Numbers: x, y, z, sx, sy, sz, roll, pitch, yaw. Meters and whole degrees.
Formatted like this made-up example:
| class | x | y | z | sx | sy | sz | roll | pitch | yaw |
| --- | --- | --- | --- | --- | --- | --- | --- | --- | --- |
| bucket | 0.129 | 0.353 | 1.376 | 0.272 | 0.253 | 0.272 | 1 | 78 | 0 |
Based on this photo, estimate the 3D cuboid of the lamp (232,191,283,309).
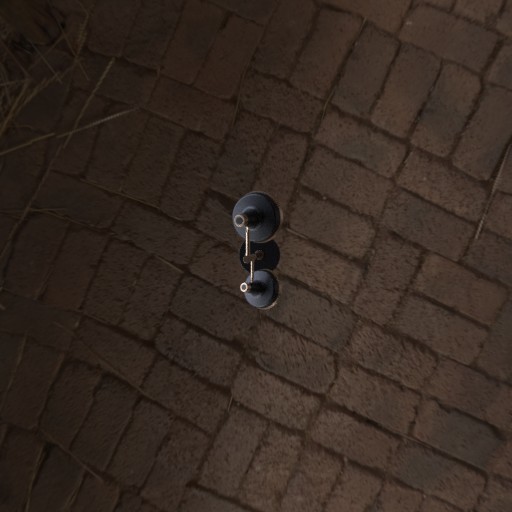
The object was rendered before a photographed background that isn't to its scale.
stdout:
| class | x | y | z | sx | sy | sz | roll | pitch | yaw |
| --- | --- | --- | --- | --- | --- | --- | --- | --- | --- |
| lamp | 0.000 | 0.000 | 1.878 | 0.253 | 1.674 | 0.351 | 0 | 91 | 1 |
